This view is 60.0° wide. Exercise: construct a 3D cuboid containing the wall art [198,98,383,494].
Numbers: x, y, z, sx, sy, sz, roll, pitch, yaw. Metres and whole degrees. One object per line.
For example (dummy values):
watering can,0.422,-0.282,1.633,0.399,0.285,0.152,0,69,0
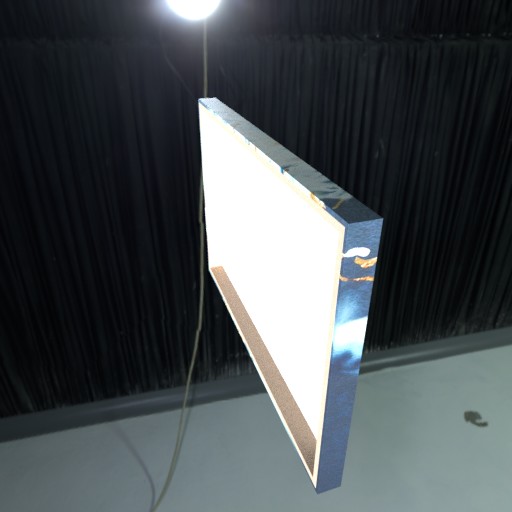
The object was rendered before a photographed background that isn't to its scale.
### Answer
wall art,0.000,0.000,0.750,0.036,0.405,0.607,-10,32,-16
